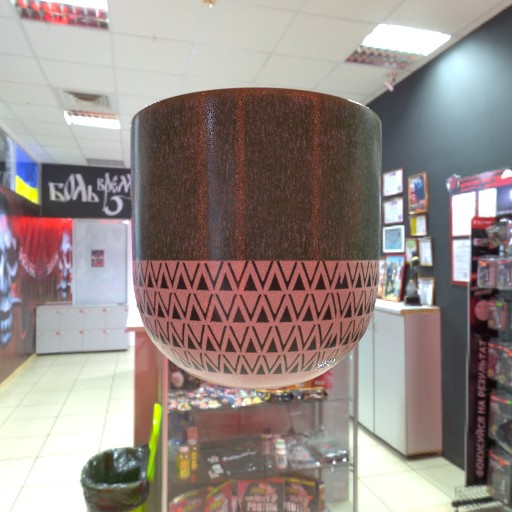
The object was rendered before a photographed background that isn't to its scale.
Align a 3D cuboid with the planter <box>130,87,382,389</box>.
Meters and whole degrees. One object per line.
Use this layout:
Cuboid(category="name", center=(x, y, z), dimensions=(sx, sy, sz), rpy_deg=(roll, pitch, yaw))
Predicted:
Cuboid(category="planter", center=(0.000, 0.000, 0.486), dimensions=(0.266, 0.270, 0.266), rpy_deg=(0, 0, 0))
